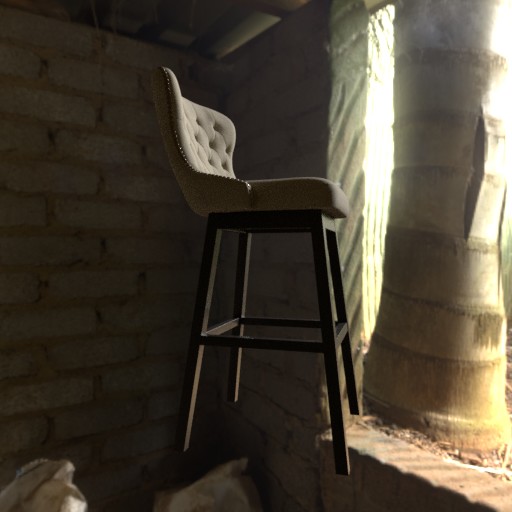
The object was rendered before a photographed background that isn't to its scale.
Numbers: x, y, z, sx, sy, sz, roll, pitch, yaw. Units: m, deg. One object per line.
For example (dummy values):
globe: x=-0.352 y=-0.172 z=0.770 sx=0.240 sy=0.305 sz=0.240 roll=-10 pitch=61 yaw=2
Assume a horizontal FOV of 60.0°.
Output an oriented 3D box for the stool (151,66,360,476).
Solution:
stool: x=0.000 y=0.000 z=1.374 sx=0.605 sy=1.066 sz=0.528 roll=0 pitch=1 yaw=17
